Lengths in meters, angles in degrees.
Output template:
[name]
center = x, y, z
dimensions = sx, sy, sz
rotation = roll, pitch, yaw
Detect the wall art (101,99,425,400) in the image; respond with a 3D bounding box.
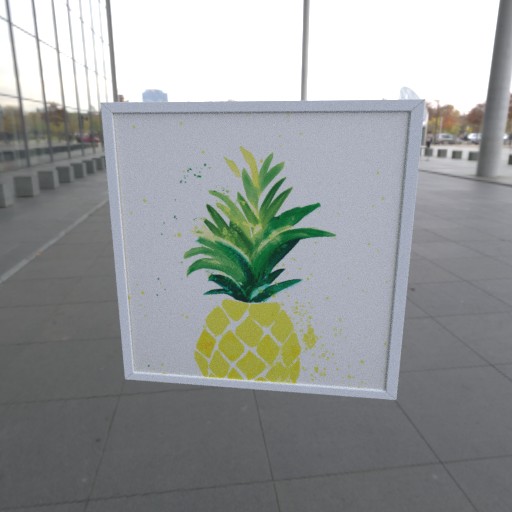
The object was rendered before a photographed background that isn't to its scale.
[wall art]
center = 0.000, 0.000, 1.153
dimensions = 0.763, 0.761, 0.038
rotation = 2, 16, 8
